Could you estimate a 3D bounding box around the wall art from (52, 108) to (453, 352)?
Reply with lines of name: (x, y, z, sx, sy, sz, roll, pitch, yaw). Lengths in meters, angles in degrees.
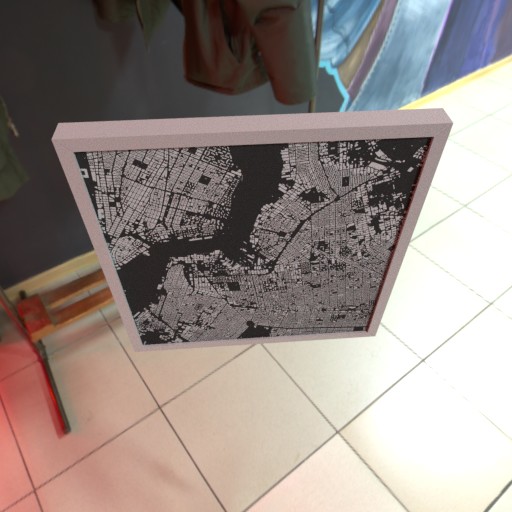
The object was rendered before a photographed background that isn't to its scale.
wall art: (0.000, 0.000, 0.756, 0.506, 0.506, 0.038, -3, 48, -3)
